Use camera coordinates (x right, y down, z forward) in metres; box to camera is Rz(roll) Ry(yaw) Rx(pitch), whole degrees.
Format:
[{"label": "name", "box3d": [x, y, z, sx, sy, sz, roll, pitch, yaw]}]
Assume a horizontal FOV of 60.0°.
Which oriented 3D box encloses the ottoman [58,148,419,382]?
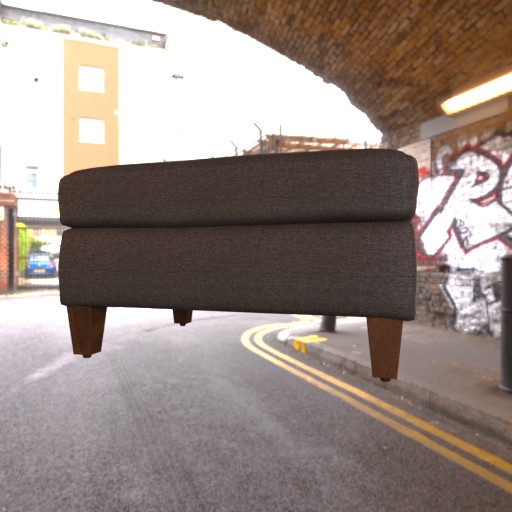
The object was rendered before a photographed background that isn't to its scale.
[{"label": "ottoman", "box3d": [0.000, 0.000, 1.227, 0.826, 0.496, 0.639, 0, 0, 17]}]
